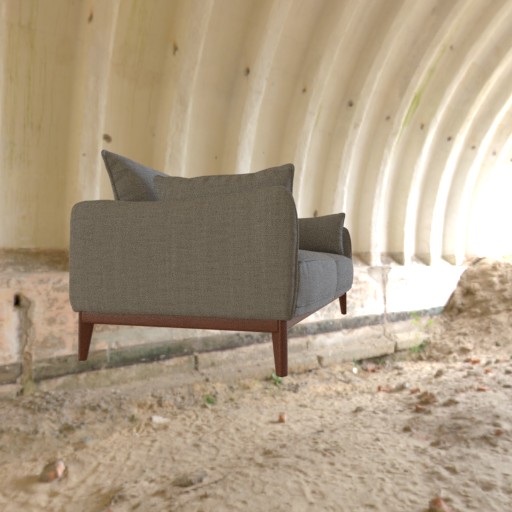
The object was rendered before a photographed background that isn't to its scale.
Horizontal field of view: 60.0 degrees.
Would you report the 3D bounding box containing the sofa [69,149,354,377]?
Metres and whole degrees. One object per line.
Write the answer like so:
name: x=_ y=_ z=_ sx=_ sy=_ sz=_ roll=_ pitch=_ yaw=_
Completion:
sofa: x=0.000 y=0.000 z=2.523 sx=0.972 sy=0.851 sz=1.989 roll=0 pitch=-1 yaw=18
